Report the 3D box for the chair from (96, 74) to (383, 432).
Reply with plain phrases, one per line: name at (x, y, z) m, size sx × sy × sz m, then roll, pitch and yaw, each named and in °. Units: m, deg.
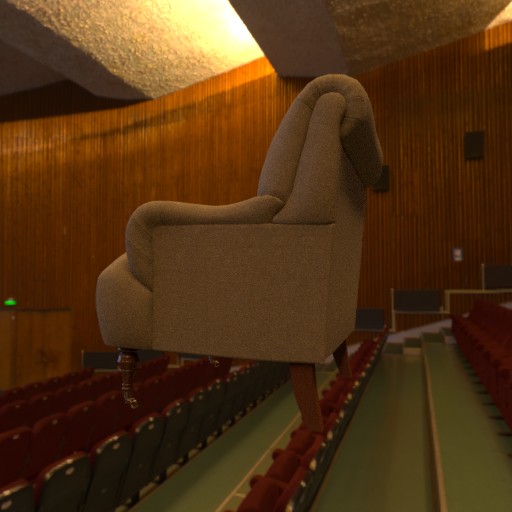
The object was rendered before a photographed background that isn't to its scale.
chair at (0.000, 0.000, 1.566) m, size 0.843 × 0.942 × 0.766 m, roll -1°, pitch -2°, yaw 19°
